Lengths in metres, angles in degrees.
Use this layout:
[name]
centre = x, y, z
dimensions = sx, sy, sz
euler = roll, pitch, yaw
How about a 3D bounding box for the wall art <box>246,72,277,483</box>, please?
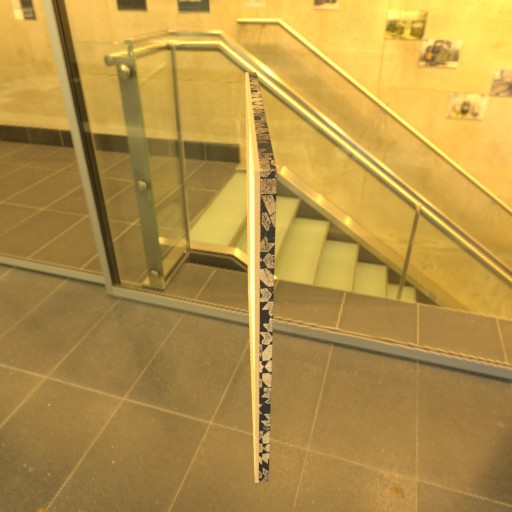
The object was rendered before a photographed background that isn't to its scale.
[wall art]
centre = 0.000, 0.000, 1.372
dimensions = 0.038, 0.914, 0.914
euler = -1, 32, -2
